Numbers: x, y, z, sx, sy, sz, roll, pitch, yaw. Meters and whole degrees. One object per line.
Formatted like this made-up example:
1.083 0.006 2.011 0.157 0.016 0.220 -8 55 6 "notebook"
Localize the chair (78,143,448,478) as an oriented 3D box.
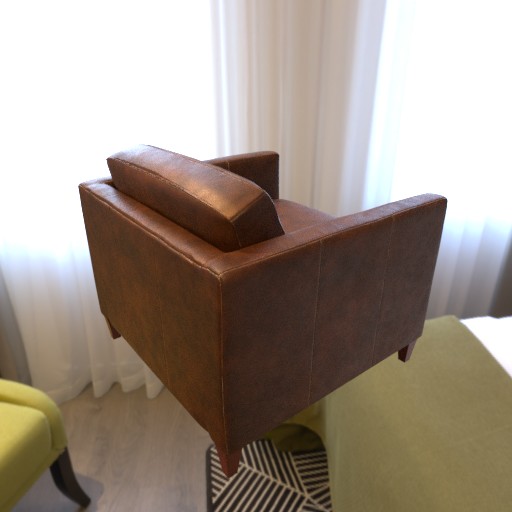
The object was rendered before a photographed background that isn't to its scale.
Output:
0.000 0.000 1.723 0.975 0.864 0.990 -18 31 -34 "chair"
